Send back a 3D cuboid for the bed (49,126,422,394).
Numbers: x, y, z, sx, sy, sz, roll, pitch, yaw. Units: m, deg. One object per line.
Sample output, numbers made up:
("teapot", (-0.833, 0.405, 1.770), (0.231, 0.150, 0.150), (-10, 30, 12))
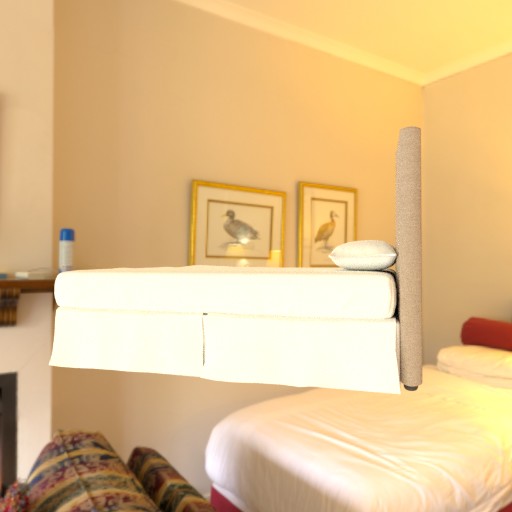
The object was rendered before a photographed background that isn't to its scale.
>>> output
("bed", (0.000, 0.000, 3.362), (2.282, 1.436, 1.821), (0, -1, 18))
